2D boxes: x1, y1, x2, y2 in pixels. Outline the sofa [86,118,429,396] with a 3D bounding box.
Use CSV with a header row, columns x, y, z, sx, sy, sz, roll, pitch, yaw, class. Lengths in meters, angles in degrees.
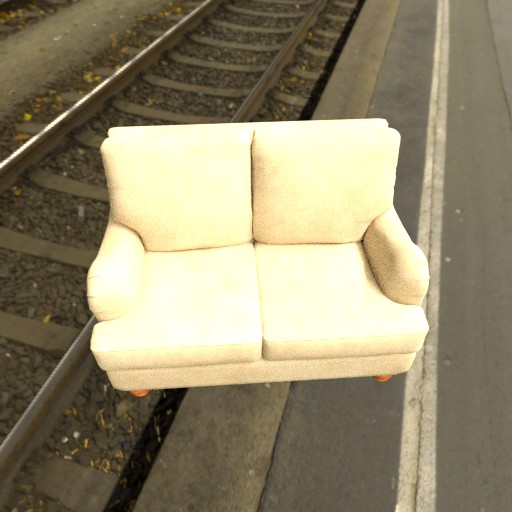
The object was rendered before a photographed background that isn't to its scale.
x,y,z,sx,sy,sz,roll,pitch,yaw,class
0.000,0.000,2.238,1.498,1.087,1.086,-3,45,-3,sofa
